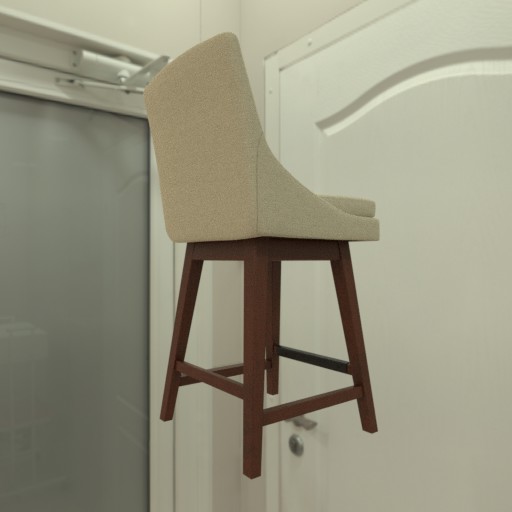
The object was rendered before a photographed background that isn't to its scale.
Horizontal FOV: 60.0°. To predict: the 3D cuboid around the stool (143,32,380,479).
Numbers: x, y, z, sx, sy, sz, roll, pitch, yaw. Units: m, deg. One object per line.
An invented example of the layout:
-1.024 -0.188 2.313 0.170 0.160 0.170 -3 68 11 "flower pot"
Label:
0.000 0.000 1.281 0.559 0.991 0.469 0 0 -37 "stool"
